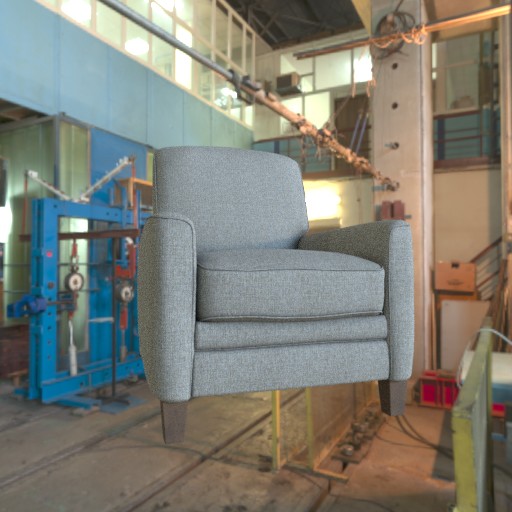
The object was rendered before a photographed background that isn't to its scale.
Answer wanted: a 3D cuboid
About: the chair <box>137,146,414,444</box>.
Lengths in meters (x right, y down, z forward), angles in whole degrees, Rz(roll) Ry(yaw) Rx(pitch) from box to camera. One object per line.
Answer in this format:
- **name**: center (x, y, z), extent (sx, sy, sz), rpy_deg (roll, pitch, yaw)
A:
- **chair**: center (0.000, 0.000, 1.648), extent (0.848, 1.014, 0.864), rpy_deg (0, -1, -18)
